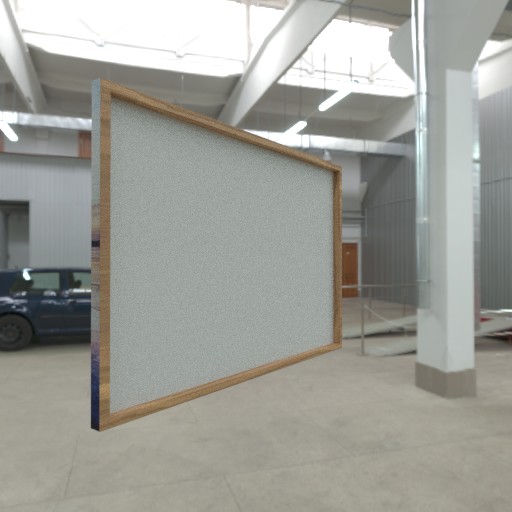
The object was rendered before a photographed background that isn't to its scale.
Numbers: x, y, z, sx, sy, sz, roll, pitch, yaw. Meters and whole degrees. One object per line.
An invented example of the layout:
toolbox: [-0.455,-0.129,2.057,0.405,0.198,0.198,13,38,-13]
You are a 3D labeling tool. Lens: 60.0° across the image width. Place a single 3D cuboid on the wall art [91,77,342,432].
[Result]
wall art: [0.000,0.000,0.747,0.018,0.402,0.604,0,-1,37]
